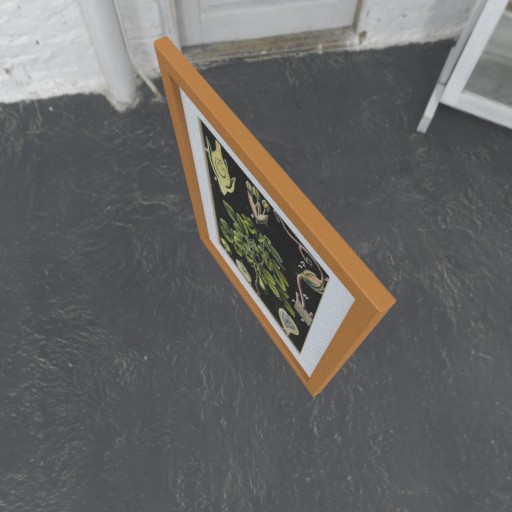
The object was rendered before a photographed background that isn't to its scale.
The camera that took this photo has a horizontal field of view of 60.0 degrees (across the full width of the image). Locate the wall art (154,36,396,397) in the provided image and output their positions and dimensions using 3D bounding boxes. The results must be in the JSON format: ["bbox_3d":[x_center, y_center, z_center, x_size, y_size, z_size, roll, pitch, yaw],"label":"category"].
[{"bbox_3d":[0.000,0.000,0.755,0.022,0.553,0.452,-32,68,-14],"label":"wall art"}]
